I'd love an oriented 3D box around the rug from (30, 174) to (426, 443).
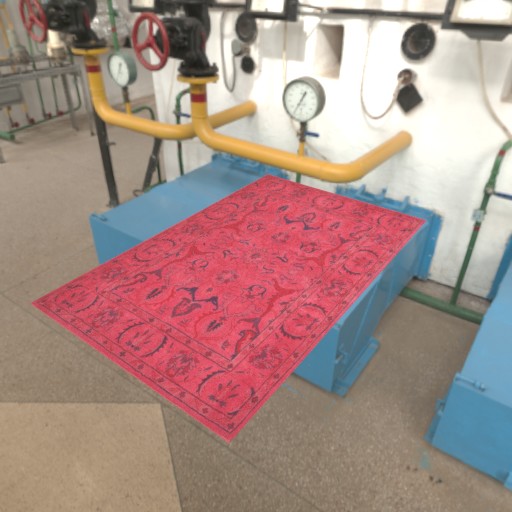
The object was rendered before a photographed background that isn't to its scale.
[{"bbox_3d":[0.000,0.000,3.056,1.534,0.010,2.423,22,39,30],"label":"rug"}]
